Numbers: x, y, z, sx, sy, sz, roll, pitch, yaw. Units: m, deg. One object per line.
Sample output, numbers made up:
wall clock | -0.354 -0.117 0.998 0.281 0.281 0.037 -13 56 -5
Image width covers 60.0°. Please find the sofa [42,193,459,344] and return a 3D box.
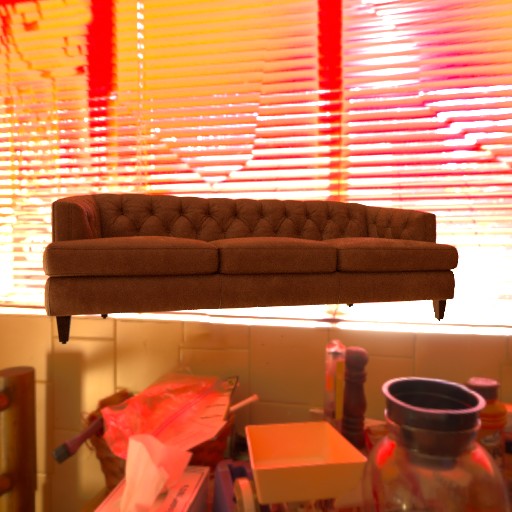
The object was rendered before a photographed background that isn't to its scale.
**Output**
sofa | 0.000 0.000 2.701 2.257 0.791 0.922 0 1 -18
